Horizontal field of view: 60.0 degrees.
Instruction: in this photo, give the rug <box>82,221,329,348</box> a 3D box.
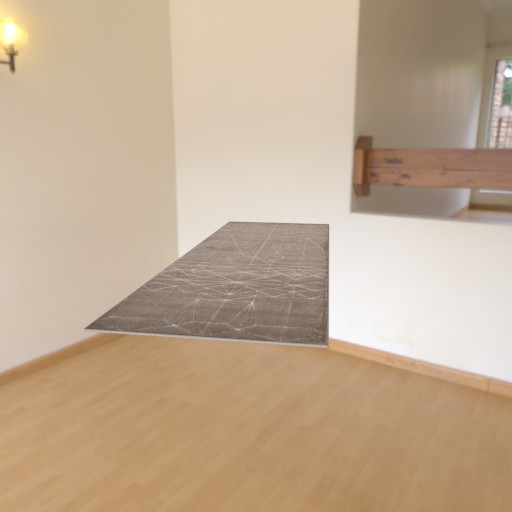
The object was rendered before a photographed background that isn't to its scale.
[{"bbox_3d":[0.000,0.000,2.651,0.864,0.012,2.388,2,14,9],"label":"rug"}]
